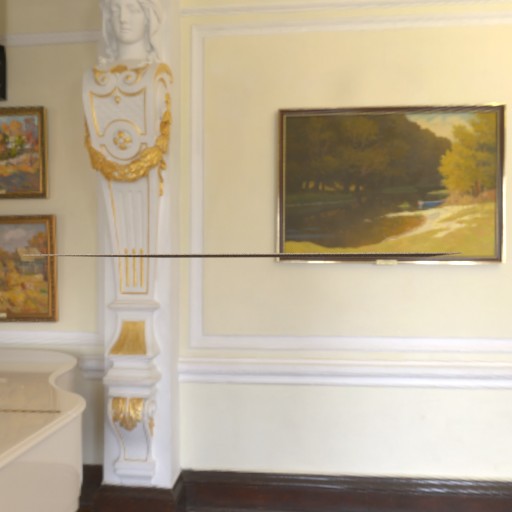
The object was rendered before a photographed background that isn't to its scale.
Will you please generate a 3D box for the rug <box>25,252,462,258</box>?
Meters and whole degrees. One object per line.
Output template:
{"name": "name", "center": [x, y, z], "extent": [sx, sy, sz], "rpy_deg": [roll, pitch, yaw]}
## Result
{"name": "rug", "center": [0.000, 0.000, 3.711], "extent": [2.895, 0.006, 1.981], "rpy_deg": [0, -1, 17]}
